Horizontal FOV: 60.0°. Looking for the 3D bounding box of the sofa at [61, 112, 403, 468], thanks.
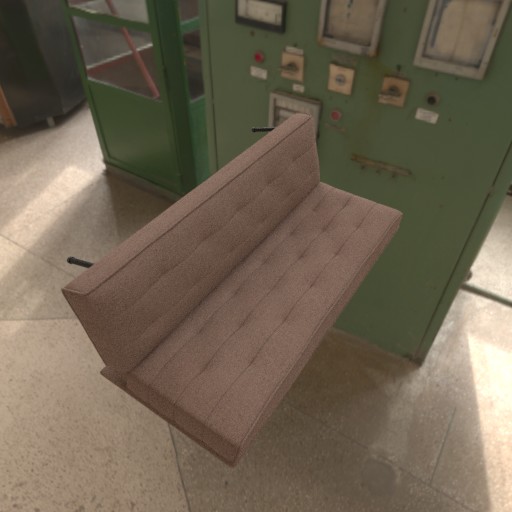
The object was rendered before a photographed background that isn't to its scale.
[{"bbox_3d":[0.000,0.000,2.385,1.038,0.810,1.820,25,49,24],"label":"sofa"}]
